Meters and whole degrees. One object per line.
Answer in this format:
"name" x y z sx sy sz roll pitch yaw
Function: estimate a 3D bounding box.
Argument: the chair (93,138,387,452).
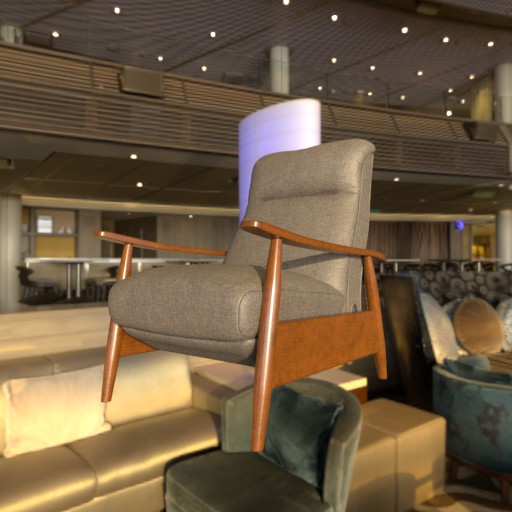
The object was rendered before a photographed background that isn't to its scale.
"chair" 0.000 0.000 1.811 0.762 1.081 1.014 0 -1 37
